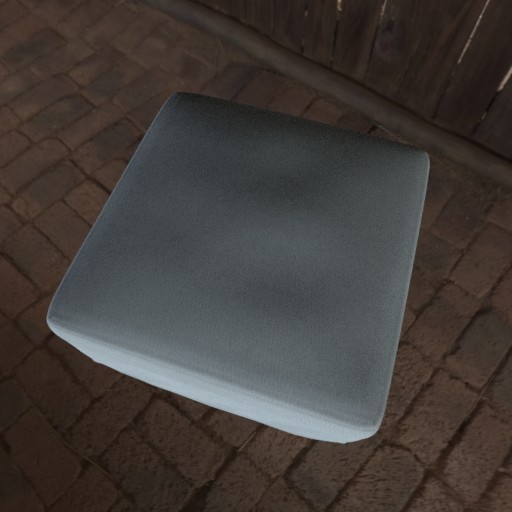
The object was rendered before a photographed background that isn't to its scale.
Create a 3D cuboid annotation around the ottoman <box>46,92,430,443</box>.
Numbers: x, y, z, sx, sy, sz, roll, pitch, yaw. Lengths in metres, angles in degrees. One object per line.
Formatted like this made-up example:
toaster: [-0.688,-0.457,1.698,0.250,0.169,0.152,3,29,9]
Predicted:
ottoman: [0.000,0.000,1.324,0.842,0.441,0.843,16,64,8]
